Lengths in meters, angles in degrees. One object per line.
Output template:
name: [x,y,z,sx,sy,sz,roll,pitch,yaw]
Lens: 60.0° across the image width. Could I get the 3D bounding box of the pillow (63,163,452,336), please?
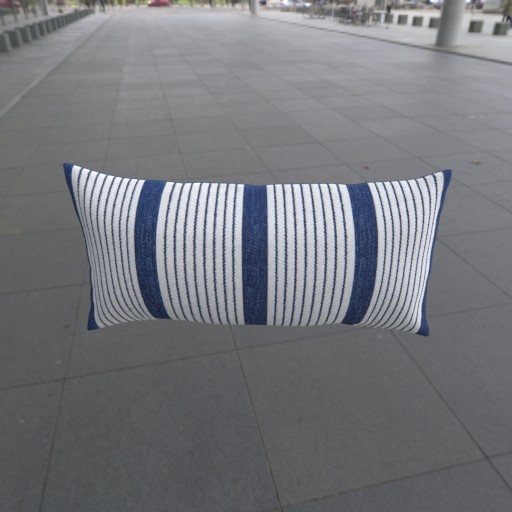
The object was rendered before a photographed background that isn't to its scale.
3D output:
pillow: [0.000,0.000,0.735,0.608,0.292,0.156,1,30,2]
